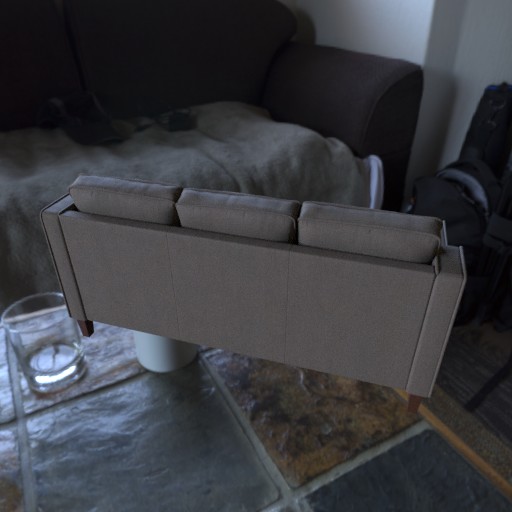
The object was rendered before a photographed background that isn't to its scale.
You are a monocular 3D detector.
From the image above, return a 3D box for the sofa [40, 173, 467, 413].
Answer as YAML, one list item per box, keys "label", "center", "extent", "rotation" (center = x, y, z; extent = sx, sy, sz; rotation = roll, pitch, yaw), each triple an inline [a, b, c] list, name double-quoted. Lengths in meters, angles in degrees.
- label: "sofa"
  center: [0.000, 0.000, 2.497]
  extent: [1.986, 0.974, 0.911]
  rotation: [9, 33, 15]
